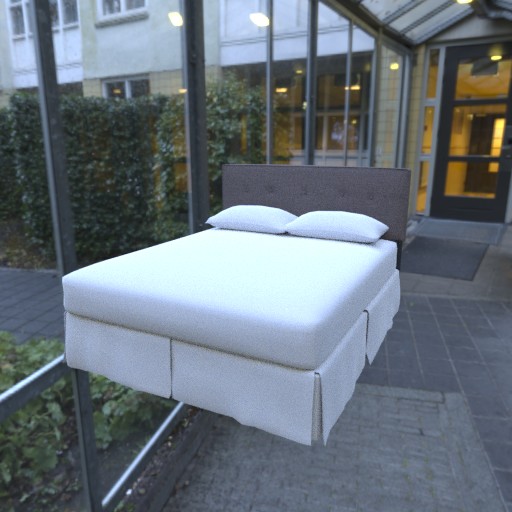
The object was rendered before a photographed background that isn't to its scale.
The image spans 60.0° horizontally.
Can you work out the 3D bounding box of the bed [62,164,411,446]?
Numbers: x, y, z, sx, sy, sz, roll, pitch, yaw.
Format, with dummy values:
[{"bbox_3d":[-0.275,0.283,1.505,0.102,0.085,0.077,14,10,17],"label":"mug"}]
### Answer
[{"bbox_3d":[0.000,0.000,2.889,1.610,1.089,1.894,7,16,27],"label":"bed"}]
